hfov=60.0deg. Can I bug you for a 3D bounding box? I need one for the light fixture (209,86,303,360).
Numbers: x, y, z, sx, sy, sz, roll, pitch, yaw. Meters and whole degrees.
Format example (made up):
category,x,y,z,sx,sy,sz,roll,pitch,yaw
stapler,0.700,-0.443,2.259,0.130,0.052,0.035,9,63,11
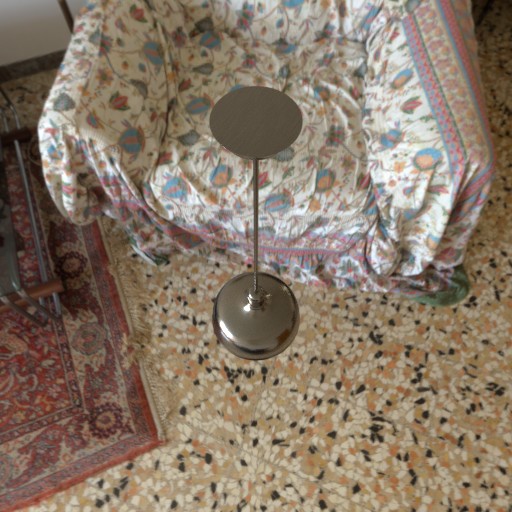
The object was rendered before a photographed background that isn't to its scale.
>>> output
category,x,y,z,sx,sy,sz,roll,pitch,yaw
light fixture,0.000,0.000,1.094,0.299,0.935,0.299,29,67,14
